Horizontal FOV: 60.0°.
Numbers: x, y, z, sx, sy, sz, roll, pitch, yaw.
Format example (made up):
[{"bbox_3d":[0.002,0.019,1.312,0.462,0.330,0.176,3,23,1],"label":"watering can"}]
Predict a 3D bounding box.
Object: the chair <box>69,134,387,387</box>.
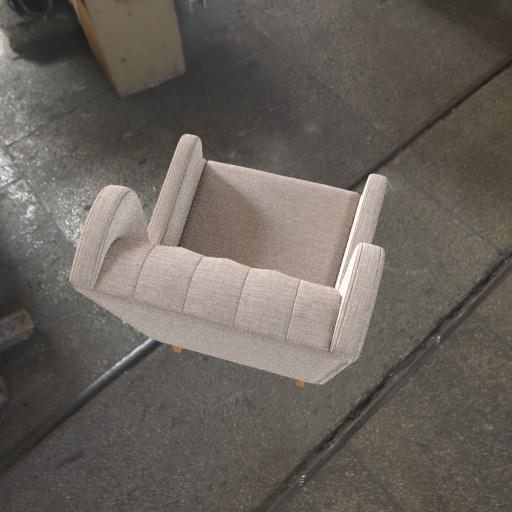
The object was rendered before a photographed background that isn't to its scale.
[{"bbox_3d":[0.000,0.000,1.439,0.710,0.930,0.760,14,64,7],"label":"chair"}]
